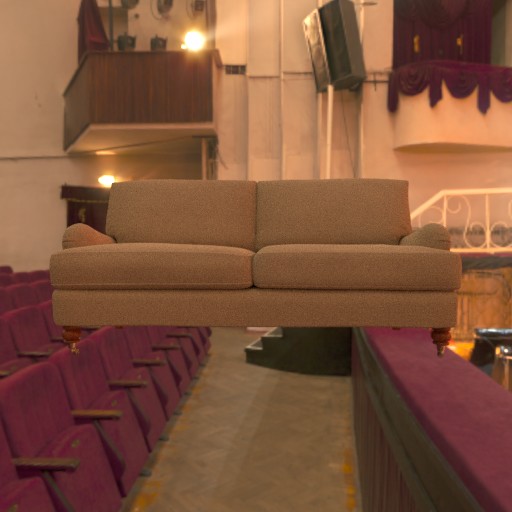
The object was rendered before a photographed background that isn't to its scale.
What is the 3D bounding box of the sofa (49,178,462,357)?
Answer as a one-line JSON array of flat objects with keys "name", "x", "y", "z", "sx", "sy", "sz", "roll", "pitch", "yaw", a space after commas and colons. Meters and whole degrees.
[{"name": "sofa", "x": 0.000, "y": 0.000, "z": 2.658, "sx": 2.070, "sy": 0.997, "sz": 1.091, "roll": 0, "pitch": 1, "yaw": 2}]
